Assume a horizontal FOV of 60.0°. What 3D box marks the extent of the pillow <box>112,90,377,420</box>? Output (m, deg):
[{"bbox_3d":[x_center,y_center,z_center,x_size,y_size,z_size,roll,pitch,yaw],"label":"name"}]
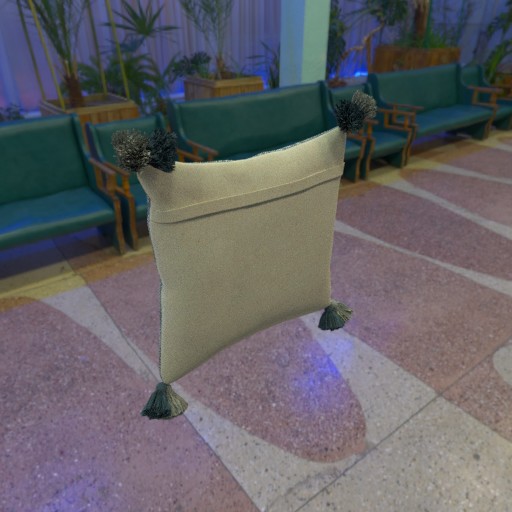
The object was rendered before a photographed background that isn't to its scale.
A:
[{"bbox_3d":[0.000,0.000,0.944,0.614,0.634,0.138,-19,35,-30],"label":"pillow"}]
